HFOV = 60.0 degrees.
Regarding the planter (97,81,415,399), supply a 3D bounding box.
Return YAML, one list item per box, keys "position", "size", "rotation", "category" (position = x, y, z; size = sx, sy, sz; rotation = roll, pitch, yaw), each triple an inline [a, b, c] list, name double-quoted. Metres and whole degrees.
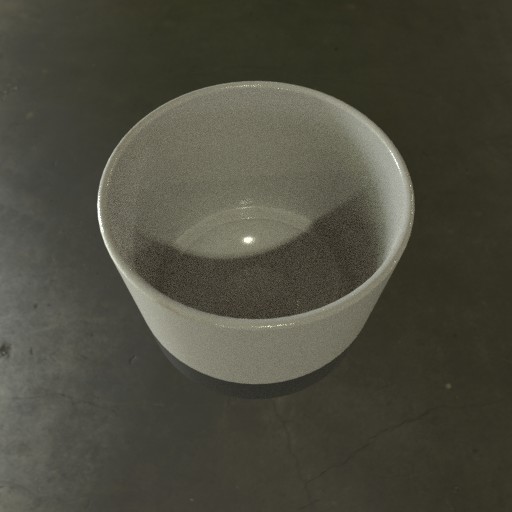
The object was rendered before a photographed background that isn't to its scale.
- position: [0.000, 0.000, 0.348]
  size: [0.193, 0.177, 0.193]
  rotation: [0, 59, 0]
  category: "planter"
